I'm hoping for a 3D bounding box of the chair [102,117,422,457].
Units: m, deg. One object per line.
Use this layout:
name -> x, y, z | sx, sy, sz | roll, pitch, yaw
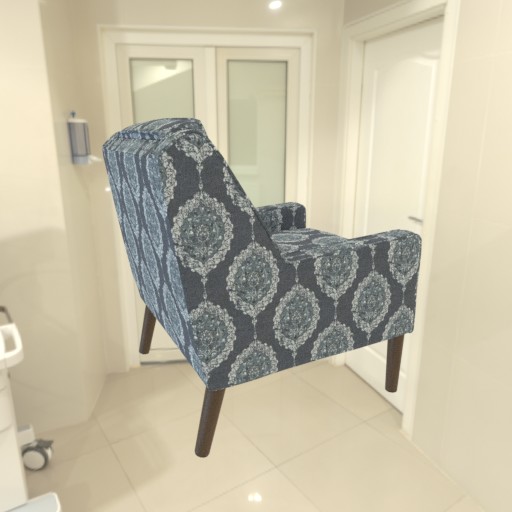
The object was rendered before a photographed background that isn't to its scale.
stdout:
chair -> 0.000, 0.000, 1.345 | 0.743, 0.792, 0.663 | -8, 17, -26
